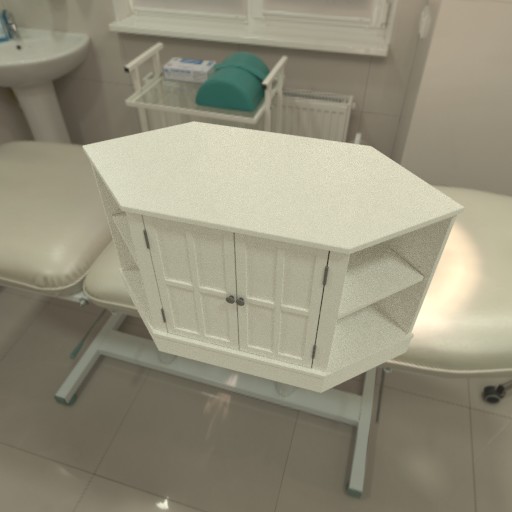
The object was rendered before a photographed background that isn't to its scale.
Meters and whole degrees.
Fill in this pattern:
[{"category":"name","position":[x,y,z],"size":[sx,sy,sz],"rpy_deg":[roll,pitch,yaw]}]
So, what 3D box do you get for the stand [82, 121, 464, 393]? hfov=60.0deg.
[{"category":"stand","position":[0.000,0.000,1.410],"size":[1.072,0.614,0.477],"rpy_deg":[11,44,12]}]
